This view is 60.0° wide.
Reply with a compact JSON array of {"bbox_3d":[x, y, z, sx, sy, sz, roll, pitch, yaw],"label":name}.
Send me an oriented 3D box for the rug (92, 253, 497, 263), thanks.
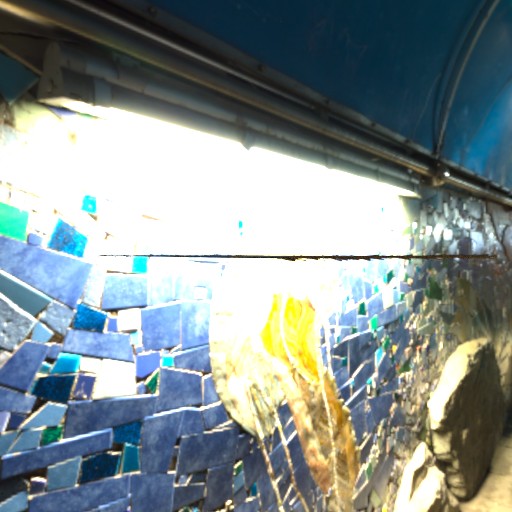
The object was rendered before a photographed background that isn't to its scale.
[{"bbox_3d":[0.000,0.000,2.341,1.181,0.028,1.936,0,0,-36],"label":"rug"}]
